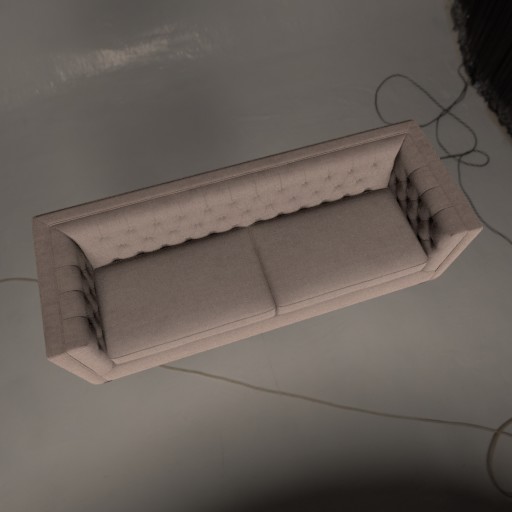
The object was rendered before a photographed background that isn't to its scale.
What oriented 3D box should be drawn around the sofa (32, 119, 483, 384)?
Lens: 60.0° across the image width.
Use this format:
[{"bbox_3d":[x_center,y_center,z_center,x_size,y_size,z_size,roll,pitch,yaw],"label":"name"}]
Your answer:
[{"bbox_3d":[0.000,0.000,2.569,2.159,0.762,0.775,-16,65,-8],"label":"sofa"}]
